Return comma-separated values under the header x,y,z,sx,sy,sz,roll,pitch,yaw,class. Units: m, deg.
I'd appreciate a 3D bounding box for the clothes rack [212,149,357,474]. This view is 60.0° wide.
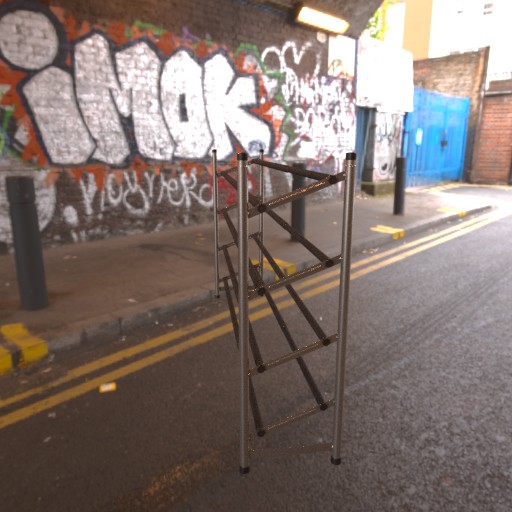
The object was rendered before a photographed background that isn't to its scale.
x,y,z,sx,sy,sz,roll,pitch,yaw,class
0.000,0.000,1.446,0.229,0.672,1.168,-2,14,-7,clothes rack
